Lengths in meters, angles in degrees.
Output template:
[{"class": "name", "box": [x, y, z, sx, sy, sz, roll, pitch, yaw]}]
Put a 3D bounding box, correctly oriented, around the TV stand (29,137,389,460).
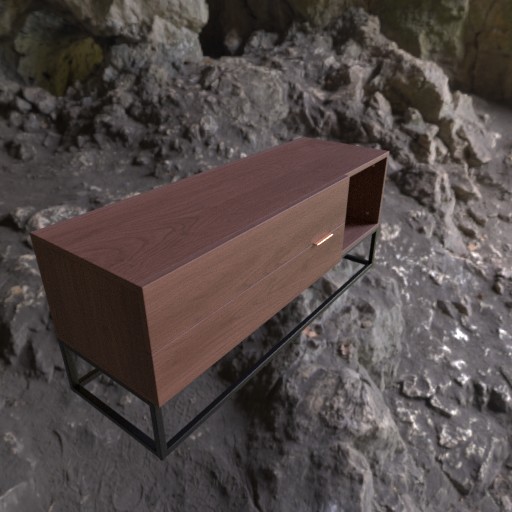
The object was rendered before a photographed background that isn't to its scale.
[{"class": "TV stand", "box": [0.000, 0.000, 1.460, 0.415, 0.500, 1.200, 20, 34, 32]}]
